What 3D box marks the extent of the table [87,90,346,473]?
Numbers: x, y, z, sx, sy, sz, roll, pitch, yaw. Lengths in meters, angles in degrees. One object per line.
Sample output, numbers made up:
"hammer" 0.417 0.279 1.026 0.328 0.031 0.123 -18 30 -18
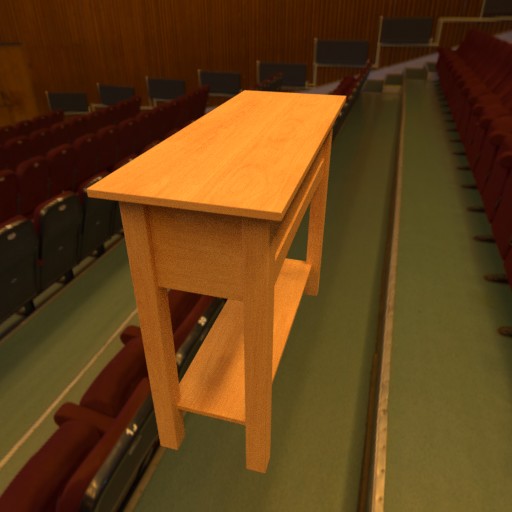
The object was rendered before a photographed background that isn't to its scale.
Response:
"table" 0.000 0.000 1.267 0.340 0.728 0.900 8 32 14
